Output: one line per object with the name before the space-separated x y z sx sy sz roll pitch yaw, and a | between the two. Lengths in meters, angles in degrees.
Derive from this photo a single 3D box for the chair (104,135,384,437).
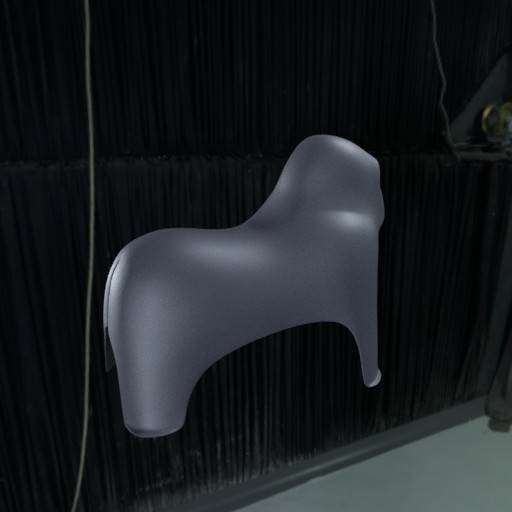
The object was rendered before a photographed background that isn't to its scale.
chair | 0.000 0.000 1.137 0.758 0.600 0.490 -8 17 -26
